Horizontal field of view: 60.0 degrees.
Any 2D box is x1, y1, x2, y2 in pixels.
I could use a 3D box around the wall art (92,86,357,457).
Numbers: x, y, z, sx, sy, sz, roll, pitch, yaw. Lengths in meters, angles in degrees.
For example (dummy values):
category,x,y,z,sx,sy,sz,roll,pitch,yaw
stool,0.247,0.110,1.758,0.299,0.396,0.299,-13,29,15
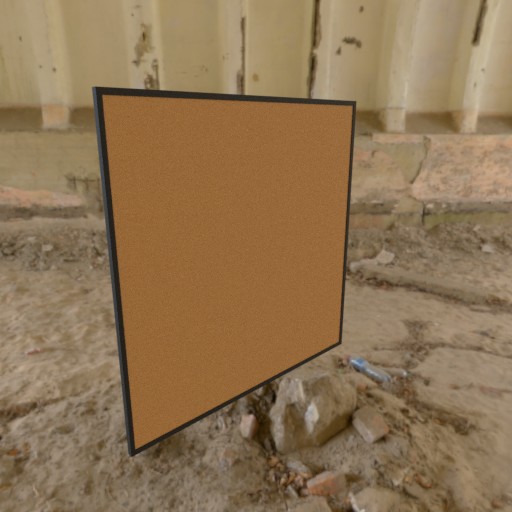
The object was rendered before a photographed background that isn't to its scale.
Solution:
category,x,y,z,sx,sy,sz,roll,pitch,yaw
wall art,0.000,0.000,0.973,0.664,0.663,0.015,-15,22,-41
